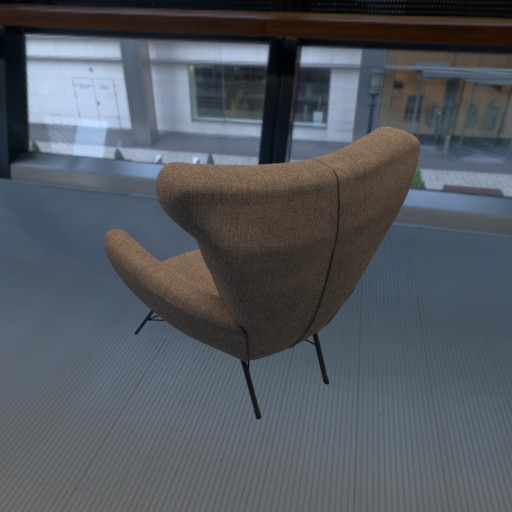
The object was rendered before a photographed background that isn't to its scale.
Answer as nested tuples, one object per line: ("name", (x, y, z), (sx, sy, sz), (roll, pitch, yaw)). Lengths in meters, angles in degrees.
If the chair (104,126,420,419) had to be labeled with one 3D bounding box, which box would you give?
("chair", (0.000, 0.000, 1.760), (0.980, 1.040, 0.900), (-18, 35, -28))
